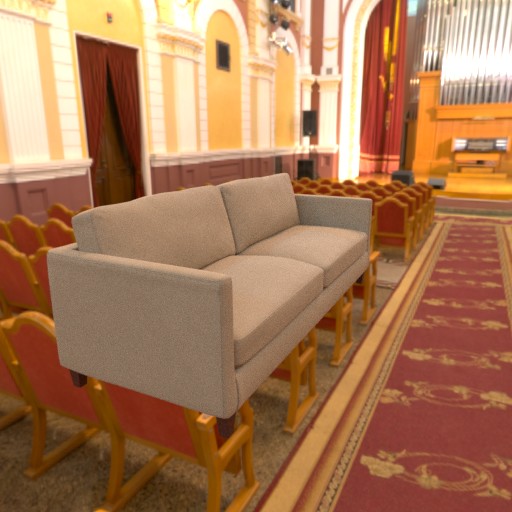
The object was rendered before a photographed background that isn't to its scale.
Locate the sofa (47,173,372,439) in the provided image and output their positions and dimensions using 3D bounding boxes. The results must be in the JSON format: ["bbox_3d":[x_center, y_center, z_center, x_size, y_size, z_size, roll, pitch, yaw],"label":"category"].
[{"bbox_3d":[0.000,0.000,2.874,0.988,0.912,2.404,8,17,26],"label":"sofa"}]
